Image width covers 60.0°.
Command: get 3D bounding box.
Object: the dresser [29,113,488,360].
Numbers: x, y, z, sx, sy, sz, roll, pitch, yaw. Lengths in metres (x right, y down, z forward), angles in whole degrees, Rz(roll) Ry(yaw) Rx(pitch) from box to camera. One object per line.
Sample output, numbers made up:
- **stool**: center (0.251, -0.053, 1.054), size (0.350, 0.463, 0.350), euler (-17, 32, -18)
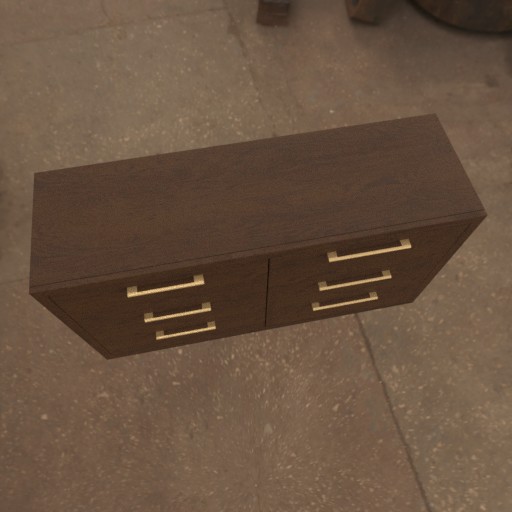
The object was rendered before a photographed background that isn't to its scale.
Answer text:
- **dresser**: center (0.000, 0.000, 1.936), size (1.523, 0.889, 0.512), euler (-10, 63, -5)
